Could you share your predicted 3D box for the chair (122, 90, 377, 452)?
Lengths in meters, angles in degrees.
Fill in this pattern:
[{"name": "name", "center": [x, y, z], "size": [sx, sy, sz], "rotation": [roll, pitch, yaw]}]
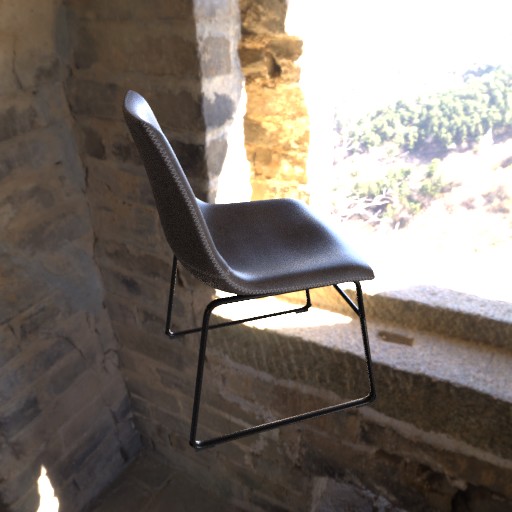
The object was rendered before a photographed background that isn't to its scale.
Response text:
[{"name": "chair", "center": [0.000, 0.000, 1.134], "size": [0.550, 0.780, 0.460], "rotation": [-9, 31, -15]}]
